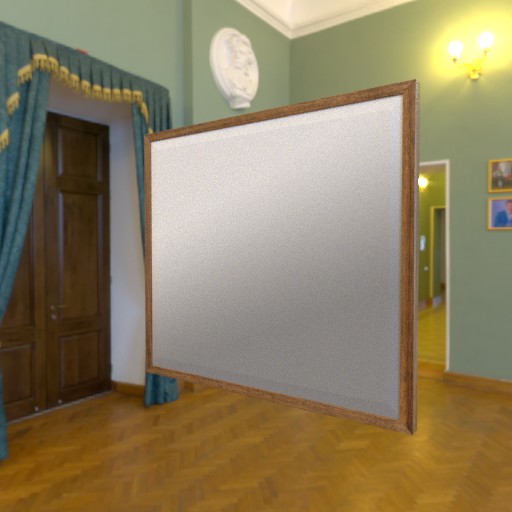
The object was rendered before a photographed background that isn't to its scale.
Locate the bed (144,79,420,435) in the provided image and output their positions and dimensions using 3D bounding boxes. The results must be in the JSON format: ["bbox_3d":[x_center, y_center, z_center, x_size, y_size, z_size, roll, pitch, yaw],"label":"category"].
[{"bbox_3d":[0.000,0.000,1.479,1.041,0.940,0.043,1,2,35],"label":"bed"}]
